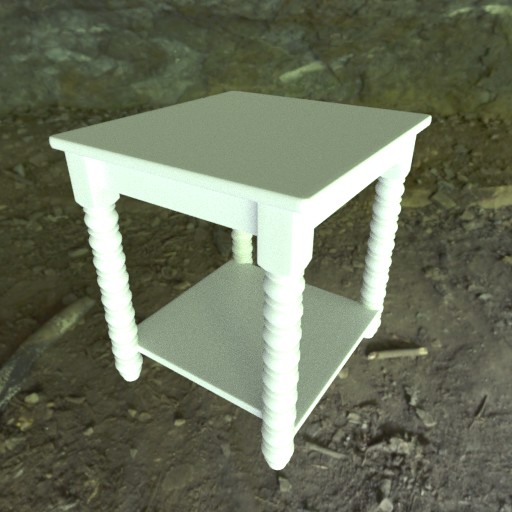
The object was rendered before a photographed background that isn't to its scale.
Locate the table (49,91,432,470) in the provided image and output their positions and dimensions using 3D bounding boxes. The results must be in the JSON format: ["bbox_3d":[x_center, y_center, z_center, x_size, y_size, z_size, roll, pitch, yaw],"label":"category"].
[{"bbox_3d":[0.000,0.000,0.962,0.500,0.563,0.533,19,35,29],"label":"table"}]
